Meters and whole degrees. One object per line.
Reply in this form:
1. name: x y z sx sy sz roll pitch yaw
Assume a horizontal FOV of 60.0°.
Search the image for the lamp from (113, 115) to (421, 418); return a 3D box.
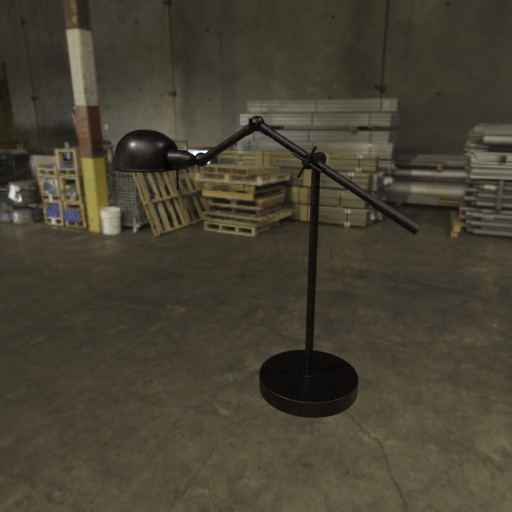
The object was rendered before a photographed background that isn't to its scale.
1. lamp: 0.000 0.000 0.821 0.567 0.495 0.185 8 18 24
